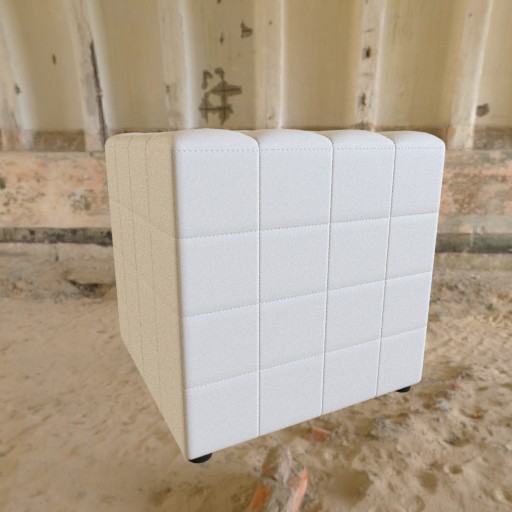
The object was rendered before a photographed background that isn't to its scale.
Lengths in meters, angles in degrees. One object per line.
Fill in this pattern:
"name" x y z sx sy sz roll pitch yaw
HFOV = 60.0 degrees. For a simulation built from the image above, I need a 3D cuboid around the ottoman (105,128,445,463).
"ottoman" 0.000 0.000 0.796 0.425 0.432 0.425 -8 16 -27
